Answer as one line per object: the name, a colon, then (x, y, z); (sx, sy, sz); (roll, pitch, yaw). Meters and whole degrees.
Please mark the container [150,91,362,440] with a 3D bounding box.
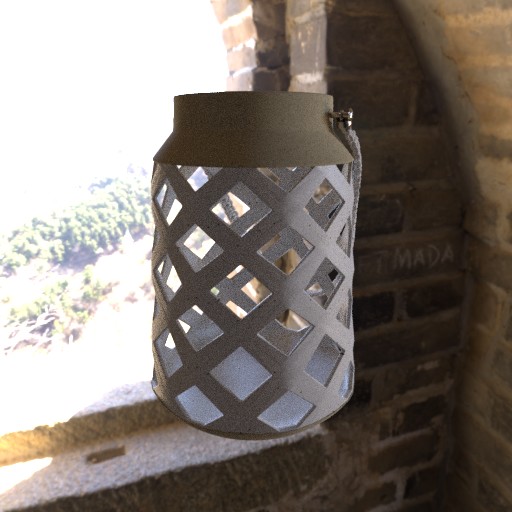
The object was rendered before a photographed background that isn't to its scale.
container: (0.000, 0.000, 0.391); (0.188, 0.264, 0.198); (9, 18, 27)
